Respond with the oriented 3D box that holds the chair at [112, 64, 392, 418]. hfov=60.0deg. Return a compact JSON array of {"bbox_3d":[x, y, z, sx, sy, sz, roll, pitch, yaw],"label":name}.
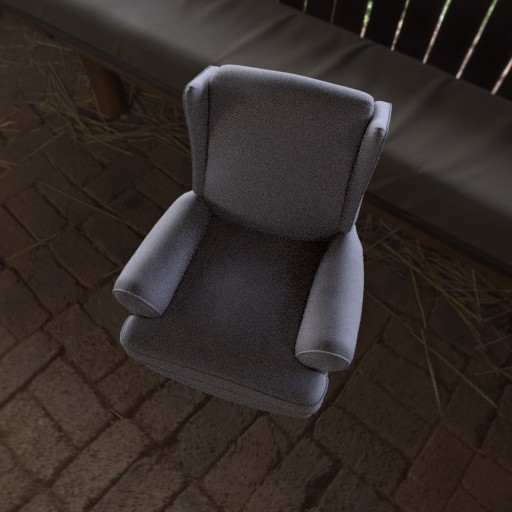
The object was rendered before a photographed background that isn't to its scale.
[{"bbox_3d":[0.000,0.000,1.685,0.847,1.011,0.969,15,61,9],"label":"chair"}]
